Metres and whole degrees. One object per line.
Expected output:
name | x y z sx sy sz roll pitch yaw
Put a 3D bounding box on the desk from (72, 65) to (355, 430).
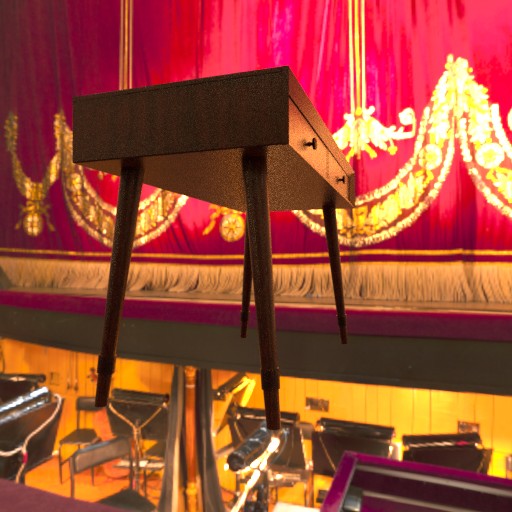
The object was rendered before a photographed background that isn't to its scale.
desk | 0.000 0.000 2.074 0.734 1.031 1.577 0 -1 19
